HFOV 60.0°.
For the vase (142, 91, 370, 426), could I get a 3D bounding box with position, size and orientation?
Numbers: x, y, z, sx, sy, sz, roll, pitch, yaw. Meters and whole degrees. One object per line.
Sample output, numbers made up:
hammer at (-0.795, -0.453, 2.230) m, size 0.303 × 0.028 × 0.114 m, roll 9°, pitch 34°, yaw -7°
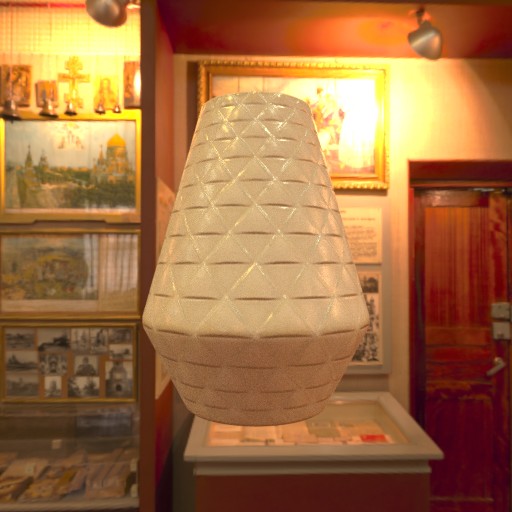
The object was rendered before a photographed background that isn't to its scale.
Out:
vase at (0.000, 0.000, 0.352) m, size 0.175 × 0.230 × 0.175 m, roll 0°, pitch -1°, yaw 0°
